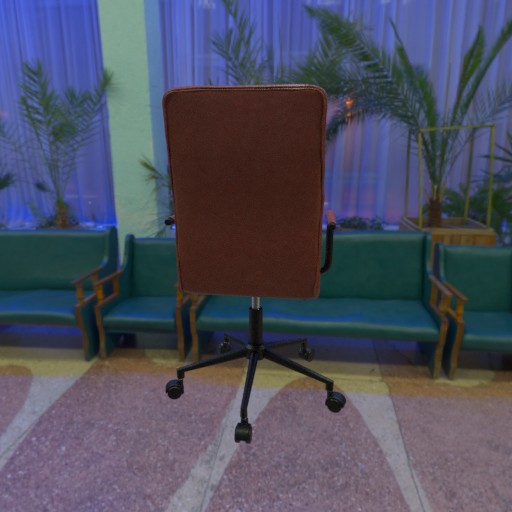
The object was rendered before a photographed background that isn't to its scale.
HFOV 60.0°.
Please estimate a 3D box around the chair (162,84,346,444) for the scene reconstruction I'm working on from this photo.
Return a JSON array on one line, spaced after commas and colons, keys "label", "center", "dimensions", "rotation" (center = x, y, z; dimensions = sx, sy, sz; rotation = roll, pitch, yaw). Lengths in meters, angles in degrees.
[{"label": "chair", "center": [0.000, 0.000, 1.410], "dimensions": [0.608, 0.979, 0.580], "rotation": [2, 15, 8]}]
